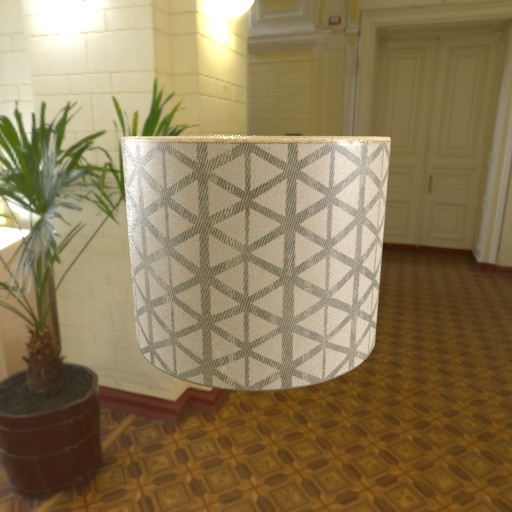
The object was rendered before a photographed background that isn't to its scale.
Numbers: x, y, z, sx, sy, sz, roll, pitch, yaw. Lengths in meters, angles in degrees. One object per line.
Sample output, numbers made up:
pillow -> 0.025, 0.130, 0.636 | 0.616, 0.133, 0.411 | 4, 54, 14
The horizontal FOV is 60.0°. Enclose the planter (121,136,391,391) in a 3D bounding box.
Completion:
planter -> 0.000, 0.000, 0.459 | 0.250, 0.239, 0.250 | 0, 15, 0
